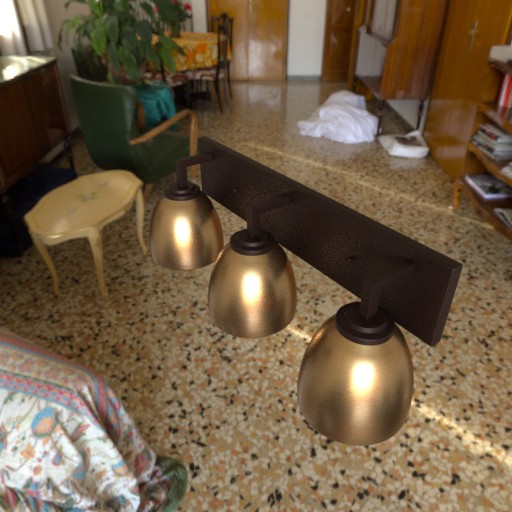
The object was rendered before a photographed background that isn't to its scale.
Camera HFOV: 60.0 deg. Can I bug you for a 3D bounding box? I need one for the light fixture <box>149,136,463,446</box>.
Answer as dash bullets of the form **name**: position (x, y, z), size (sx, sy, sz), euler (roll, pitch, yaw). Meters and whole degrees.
- **light fixture**: position (0.000, 0.000, 0.673), size (0.157, 0.204, 0.582), euler (-21, 38, -29)
